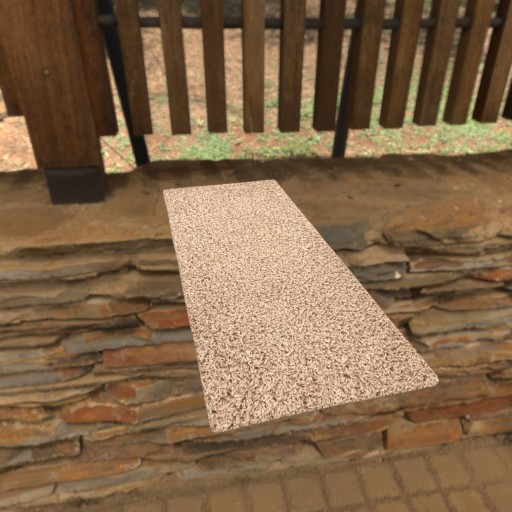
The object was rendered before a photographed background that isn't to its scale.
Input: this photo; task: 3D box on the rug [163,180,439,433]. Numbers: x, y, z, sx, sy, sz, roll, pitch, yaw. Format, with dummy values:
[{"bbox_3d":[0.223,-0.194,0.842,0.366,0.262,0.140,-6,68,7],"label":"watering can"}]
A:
[{"bbox_3d":[0.000,0.000,1.735,0.609,0.030,1.524,-7,31,-12],"label":"rug"}]
